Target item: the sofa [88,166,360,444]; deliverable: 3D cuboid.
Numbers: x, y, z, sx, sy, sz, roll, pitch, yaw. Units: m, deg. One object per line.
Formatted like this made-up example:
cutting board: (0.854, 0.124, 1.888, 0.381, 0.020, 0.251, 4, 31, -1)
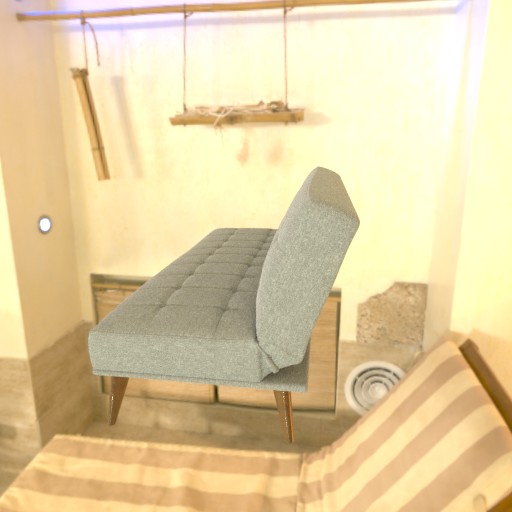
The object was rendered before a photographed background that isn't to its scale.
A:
sofa: (0.000, 0.000, 2.230, 0.860, 0.810, 1.800, 2, 15, 8)
